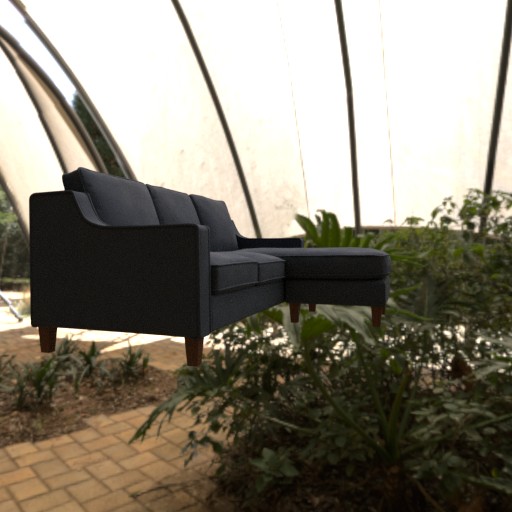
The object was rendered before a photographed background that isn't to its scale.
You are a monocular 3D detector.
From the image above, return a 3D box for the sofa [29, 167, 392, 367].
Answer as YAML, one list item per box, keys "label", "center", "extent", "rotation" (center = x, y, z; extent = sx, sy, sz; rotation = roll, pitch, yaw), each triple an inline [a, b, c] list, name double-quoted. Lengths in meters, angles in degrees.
- label: "sofa"
  center: [0.000, 0.000, 3.236]
  extent: [1.858, 1.066, 2.317]
  rotation: [0, 1, 19]
